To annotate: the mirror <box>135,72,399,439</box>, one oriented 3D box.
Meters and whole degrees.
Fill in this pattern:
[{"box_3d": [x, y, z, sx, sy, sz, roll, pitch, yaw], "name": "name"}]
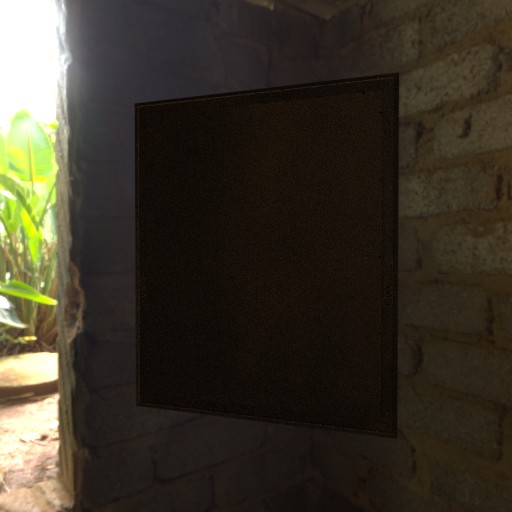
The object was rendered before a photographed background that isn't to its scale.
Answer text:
[{"box_3d": [0.000, 0.000, 1.194, 0.730, 0.882, 0.032, 0, 1, 18], "name": "mirror"}]
